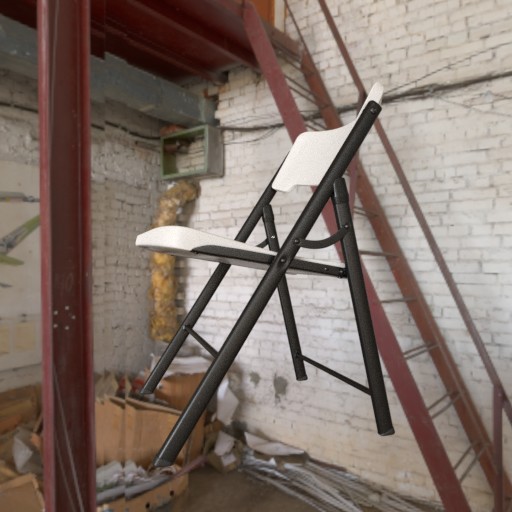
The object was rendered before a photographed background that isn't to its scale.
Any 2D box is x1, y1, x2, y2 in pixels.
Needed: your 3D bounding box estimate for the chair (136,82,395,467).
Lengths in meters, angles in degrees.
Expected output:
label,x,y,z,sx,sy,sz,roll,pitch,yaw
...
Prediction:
label,x,y,z,sx,sy,sz,roll,pitch,yaw
chair,0.000,0.000,1.100,0.577,0.765,0.482,0,-1,-18
